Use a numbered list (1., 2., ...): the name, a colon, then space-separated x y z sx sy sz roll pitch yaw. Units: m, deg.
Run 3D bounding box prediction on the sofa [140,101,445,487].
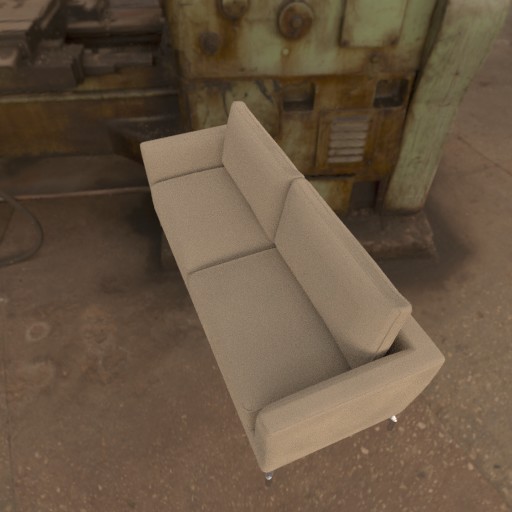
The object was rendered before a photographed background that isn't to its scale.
1. sofa: 0.000 0.000 2.660 0.868 1.005 2.214 -17 48 -16
